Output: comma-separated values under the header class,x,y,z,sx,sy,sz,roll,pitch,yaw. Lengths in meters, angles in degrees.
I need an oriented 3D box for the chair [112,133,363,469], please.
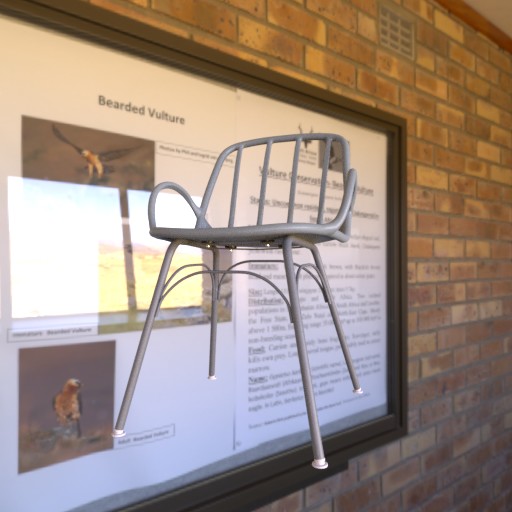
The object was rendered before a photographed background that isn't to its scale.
class,x,y,z,sx,sy,sz,roll,pitch,yaw
chair,0.000,0.000,1.201,0.549,0.816,0.597,0,-1,19
